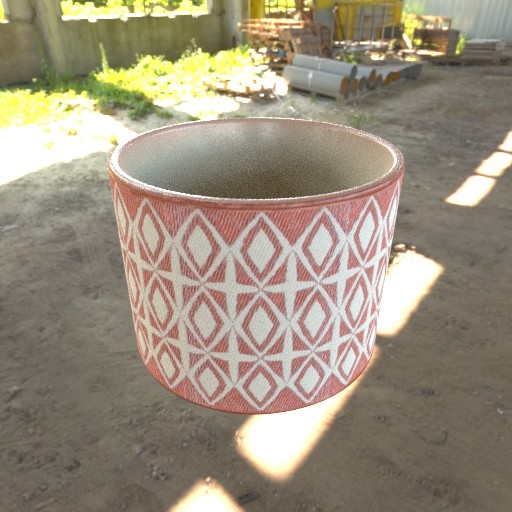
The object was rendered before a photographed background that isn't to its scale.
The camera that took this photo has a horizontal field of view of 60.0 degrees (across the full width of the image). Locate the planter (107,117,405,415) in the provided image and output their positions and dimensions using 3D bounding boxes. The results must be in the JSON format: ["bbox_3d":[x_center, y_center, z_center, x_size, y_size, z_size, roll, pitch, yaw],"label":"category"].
[{"bbox_3d":[0.000,0.000,0.480,0.273,0.237,0.273,0,29,0],"label":"planter"}]
